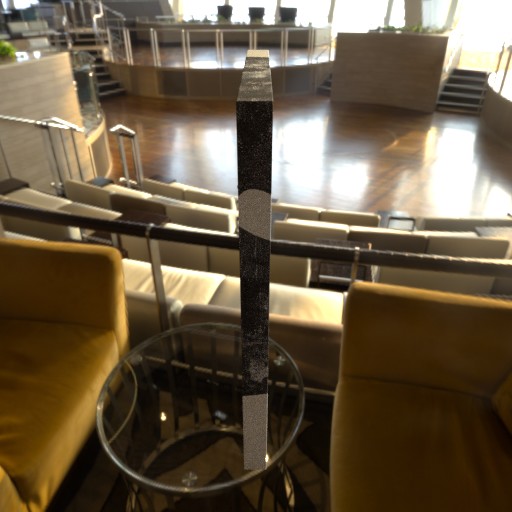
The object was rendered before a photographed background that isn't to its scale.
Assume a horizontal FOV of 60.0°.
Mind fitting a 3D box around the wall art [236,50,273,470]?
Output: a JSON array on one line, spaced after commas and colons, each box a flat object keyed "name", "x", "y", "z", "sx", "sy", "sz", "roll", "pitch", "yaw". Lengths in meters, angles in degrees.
[{"name": "wall art", "x": 0.000, "y": 0.000, "z": 0.773, "sx": 0.039, "sy": 0.610, "sz": 0.407, "roll": 0, "pitch": 31, "yaw": 1}]
